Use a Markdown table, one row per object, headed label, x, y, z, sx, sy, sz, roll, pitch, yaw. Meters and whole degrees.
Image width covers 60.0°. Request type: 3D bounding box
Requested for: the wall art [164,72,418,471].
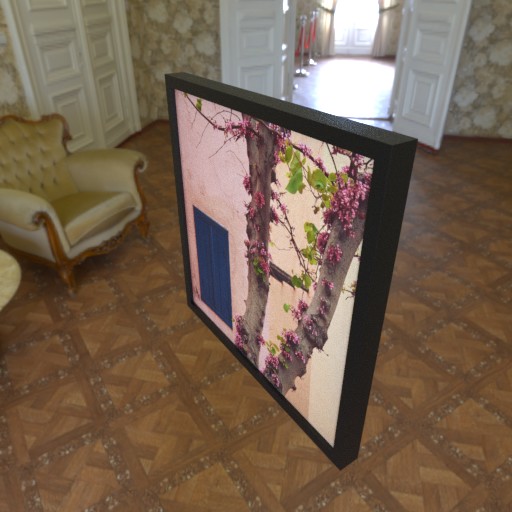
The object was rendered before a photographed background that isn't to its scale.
| label | x | y | z | sx | sy | sz | roll | pitch | yaw |
| --- | --- | --- | --- | --- | --- | --- | --- | --- | --- |
| wall art | 0.000 | 0.000 | 0.739 | 0.038 | 0.508 | 0.508 | -20 | 36 | -29 |
